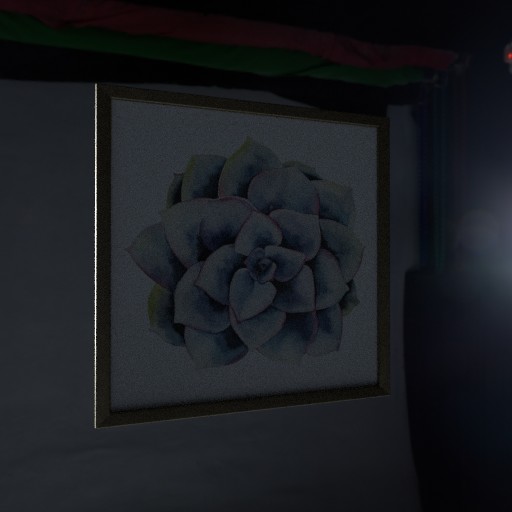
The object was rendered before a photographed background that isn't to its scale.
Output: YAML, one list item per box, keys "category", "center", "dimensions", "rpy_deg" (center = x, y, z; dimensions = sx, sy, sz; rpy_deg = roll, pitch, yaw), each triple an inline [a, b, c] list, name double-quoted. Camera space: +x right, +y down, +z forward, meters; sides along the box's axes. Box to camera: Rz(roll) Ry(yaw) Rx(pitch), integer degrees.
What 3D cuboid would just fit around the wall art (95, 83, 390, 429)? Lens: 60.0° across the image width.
- category: "wall art"
  center: [0.000, 0.000, 0.740]
  dimensions: [0.503, 0.506, 0.030]
  rpy_deg: [0, 0, -18]
